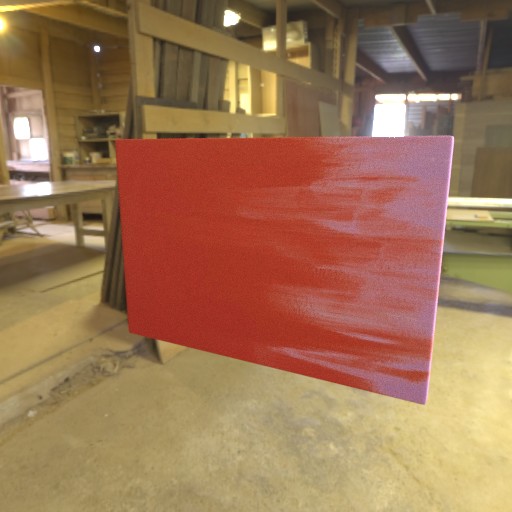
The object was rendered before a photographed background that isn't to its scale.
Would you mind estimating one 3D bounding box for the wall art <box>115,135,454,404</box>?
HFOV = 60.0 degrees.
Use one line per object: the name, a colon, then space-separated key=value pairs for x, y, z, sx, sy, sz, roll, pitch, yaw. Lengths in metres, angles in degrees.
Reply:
wall art: x=0.000 y=0.000 z=1.183 sx=0.913 sy=0.609 sz=0.040 roll=7 pitch=15 yaw=26
